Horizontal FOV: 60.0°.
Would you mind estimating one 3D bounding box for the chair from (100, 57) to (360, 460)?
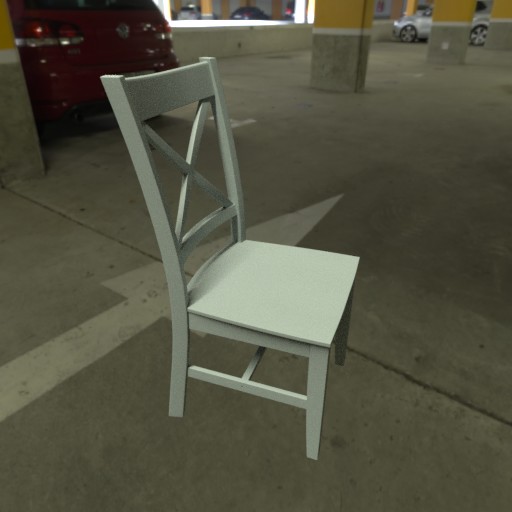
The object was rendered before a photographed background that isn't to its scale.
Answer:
[{"bbox_3d":[0.000,0.000,1.257,0.542,0.983,0.485,10,30,18],"label":"chair"}]
